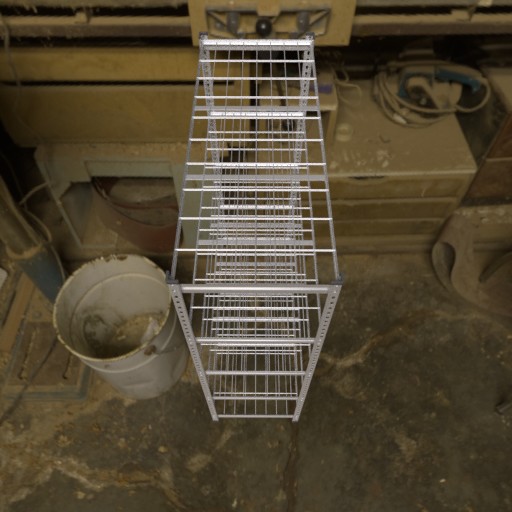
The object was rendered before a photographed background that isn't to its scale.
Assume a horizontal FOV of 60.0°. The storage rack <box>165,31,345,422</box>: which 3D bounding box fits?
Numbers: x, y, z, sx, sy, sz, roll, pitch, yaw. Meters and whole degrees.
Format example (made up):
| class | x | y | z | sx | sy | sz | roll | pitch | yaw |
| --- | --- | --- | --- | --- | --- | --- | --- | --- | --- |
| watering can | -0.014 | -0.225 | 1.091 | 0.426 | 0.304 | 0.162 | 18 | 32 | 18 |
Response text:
| class | x | y | z | sx | sy | sz | roll | pitch | yaw |
| --- | --- | --- | --- | --- | --- | --- | --- | --- | --- |
| storage rack | 0.000 | 0.000 | 2.741 | 0.610 | 1.981 | 1.524 | 0 | 57 | 0 |
